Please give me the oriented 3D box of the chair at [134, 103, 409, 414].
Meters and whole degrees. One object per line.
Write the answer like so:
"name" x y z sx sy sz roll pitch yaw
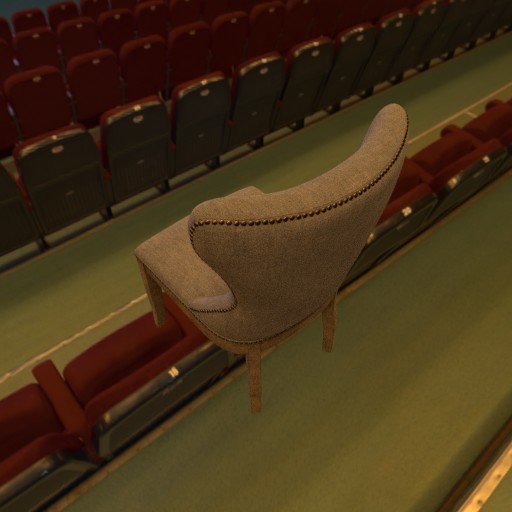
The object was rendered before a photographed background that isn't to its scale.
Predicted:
"chair" 0.000 0.000 1.428 0.654 1.002 0.681 -32 55 -26
